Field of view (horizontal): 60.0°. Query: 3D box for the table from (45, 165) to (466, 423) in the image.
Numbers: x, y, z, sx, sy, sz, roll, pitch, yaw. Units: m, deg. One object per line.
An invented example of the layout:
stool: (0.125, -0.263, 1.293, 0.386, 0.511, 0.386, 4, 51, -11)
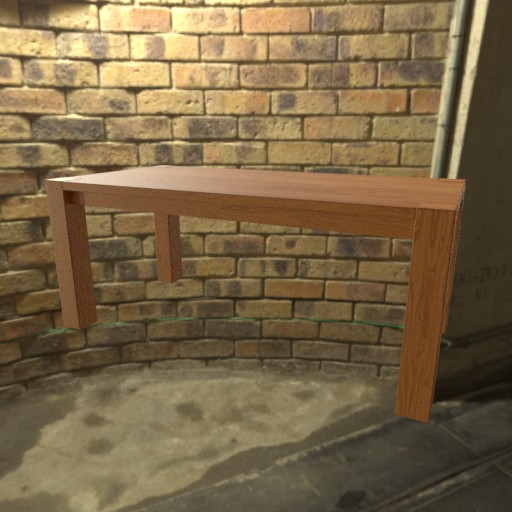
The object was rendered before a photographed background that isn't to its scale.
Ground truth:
table: (0.000, 0.000, 2.222, 1.800, 0.760, 0.900, 8, 18, 25)
